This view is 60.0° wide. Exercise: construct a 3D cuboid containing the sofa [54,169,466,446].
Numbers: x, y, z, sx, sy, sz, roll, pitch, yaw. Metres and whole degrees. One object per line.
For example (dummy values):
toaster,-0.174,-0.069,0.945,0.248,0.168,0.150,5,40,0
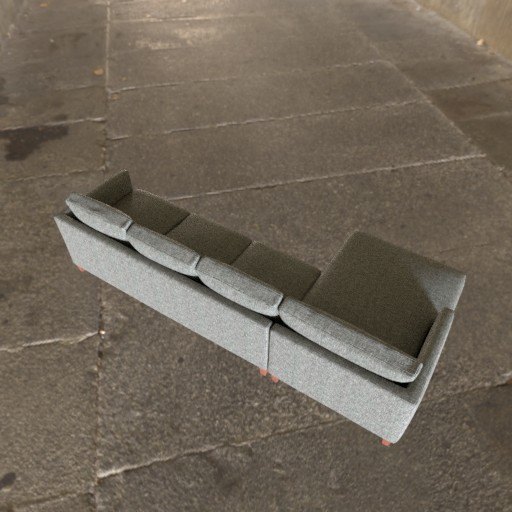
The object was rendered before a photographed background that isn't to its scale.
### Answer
sofa,0.000,0.000,4.110,3.485,0.960,1.635,25,51,22
